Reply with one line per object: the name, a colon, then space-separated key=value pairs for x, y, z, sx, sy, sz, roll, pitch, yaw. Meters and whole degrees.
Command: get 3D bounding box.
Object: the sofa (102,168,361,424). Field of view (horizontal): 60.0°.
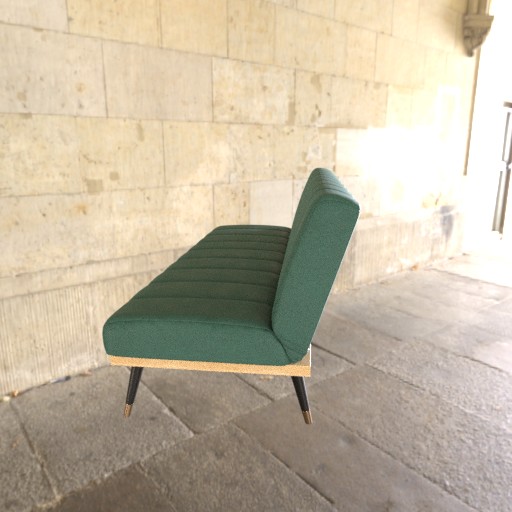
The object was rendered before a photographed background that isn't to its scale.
sofa: x=0.000 y=0.000 z=2.265 sx=0.830 sy=0.820 sz=1.810 roll=2 pitch=14 yaw=7
